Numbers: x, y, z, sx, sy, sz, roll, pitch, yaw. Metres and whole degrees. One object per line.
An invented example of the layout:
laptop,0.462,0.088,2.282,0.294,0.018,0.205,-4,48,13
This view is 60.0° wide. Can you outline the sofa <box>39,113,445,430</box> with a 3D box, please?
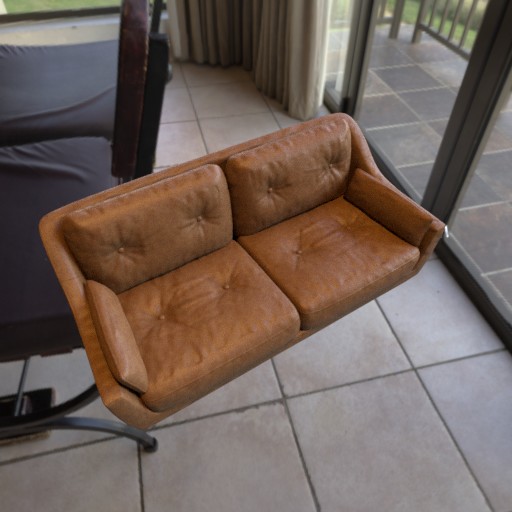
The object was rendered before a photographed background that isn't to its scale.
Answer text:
sofa,0.000,0.000,2.338,1.902,0.839,0.904,-25,51,-22
